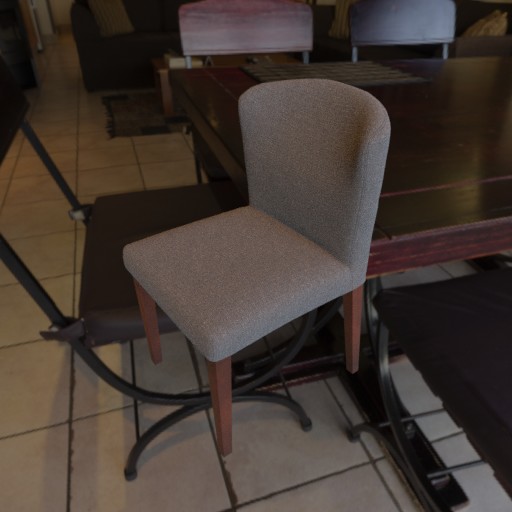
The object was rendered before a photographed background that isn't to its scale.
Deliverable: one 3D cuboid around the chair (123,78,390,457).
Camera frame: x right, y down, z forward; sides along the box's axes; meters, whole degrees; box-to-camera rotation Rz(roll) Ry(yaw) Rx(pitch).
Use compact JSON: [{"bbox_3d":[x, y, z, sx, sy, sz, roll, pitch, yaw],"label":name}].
[{"bbox_3d":[0.000,0.000,1.221,0.589,0.839,0.491,-22,39,-30],"label":"chair"}]
